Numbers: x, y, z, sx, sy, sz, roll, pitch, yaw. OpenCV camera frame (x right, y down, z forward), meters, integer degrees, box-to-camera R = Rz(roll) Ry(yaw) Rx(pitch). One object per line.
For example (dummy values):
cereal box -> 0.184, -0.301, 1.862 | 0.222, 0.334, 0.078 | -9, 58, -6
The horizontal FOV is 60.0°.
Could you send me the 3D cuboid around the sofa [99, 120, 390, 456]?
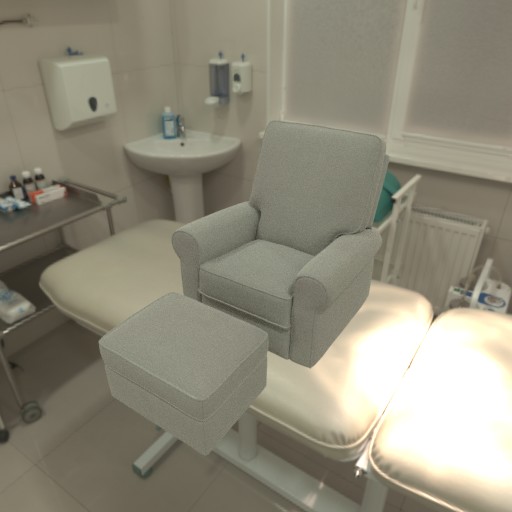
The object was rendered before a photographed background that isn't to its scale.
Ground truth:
sofa -> 0.000, 0.000, 2.082 | 0.880, 0.959, 1.478 | 19, 35, 29
